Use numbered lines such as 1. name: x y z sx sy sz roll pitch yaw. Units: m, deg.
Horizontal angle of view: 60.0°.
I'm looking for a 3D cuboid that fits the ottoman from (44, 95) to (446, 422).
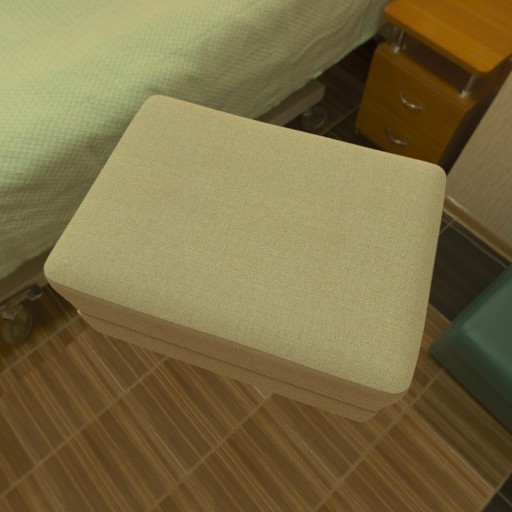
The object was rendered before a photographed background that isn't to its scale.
1. ottoman: 0.000 0.000 1.252 0.885 0.478 0.637 17 64 8
